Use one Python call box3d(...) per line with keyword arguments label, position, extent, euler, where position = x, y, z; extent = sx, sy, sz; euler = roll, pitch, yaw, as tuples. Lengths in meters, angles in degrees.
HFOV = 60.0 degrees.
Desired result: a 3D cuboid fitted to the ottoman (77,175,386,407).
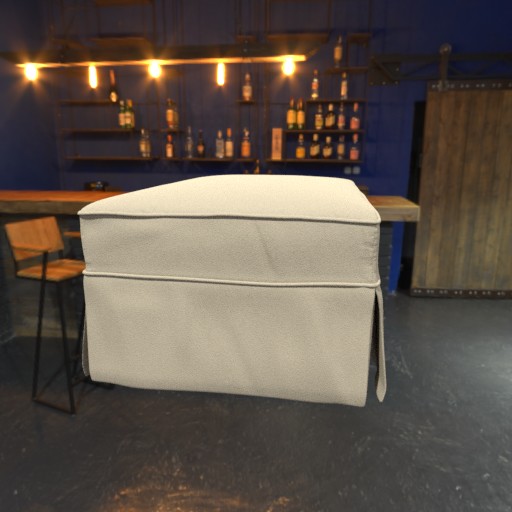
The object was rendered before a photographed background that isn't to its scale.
box3d(label="ottoman", position=(0.000, 0.000, 1.377), extent=(0.721, 0.482, 0.959), euler=(2, 14, 9))
